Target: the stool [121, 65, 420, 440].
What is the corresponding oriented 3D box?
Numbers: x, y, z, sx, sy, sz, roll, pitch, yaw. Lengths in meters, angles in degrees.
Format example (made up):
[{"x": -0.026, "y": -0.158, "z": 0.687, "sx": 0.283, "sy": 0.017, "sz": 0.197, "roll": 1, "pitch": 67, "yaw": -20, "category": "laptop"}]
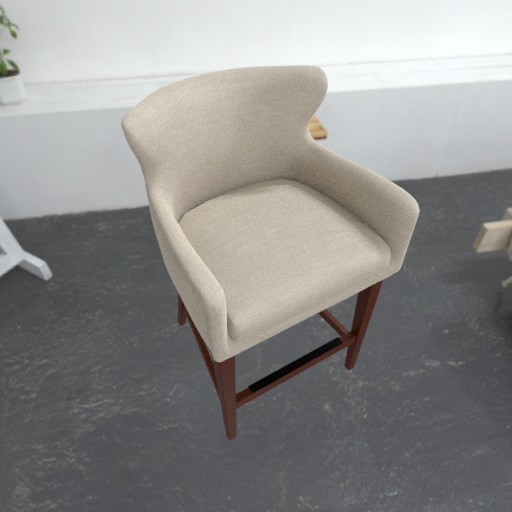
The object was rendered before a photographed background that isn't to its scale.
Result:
[{"x": 0.000, "y": 0.000, "z": 1.398, "sx": 0.615, "sy": 0.987, "sz": 0.637, "roll": -23, "pitch": 50, "yaw": -21, "category": "stool"}]
